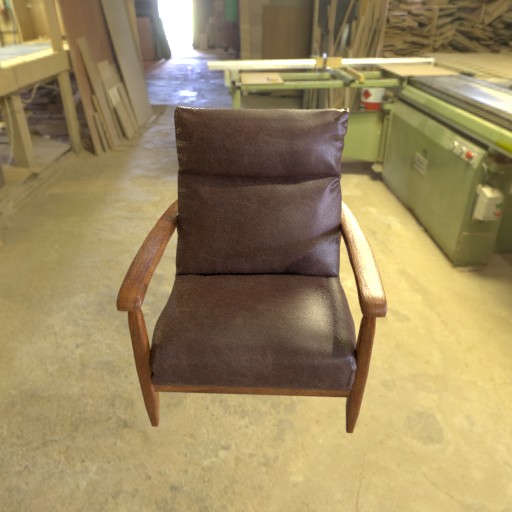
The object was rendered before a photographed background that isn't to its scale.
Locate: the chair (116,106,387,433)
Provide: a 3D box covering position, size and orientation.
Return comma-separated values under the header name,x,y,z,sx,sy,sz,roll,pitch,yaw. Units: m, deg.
name,x,y,z,sx,sy,sz,roll,pitch,yaw
chair,0.000,0.000,1.553,0.782,0.897,0.830,1,29,2
